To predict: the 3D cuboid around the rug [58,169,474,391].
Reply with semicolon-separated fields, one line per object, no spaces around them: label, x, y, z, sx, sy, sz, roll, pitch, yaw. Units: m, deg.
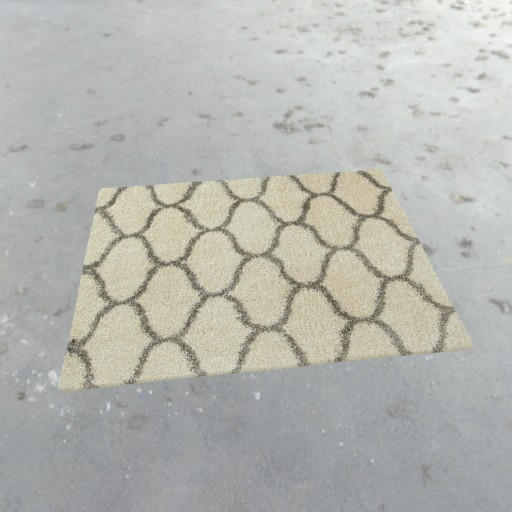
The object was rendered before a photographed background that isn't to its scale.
rug;0.000;0.000;2.097;1.600;0.025;1.200;-5;47;-5
